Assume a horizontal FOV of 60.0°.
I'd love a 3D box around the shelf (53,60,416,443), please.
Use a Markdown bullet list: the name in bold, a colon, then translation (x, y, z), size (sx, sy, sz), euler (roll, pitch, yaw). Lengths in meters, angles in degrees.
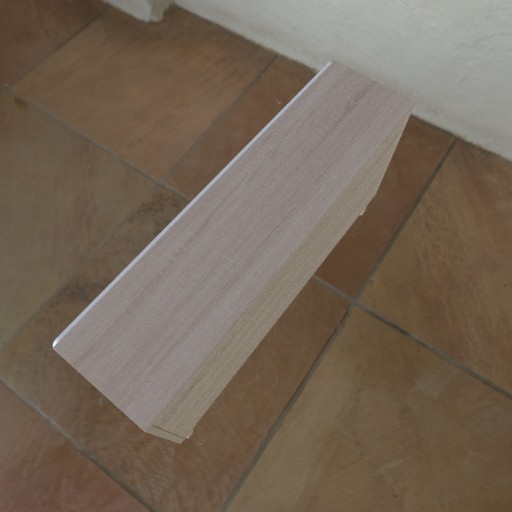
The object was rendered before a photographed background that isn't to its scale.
- **shelf**: translation (0.000, 0.000, 1.850), size (0.400, 0.780, 1.490), euler (35, 69, 15)
